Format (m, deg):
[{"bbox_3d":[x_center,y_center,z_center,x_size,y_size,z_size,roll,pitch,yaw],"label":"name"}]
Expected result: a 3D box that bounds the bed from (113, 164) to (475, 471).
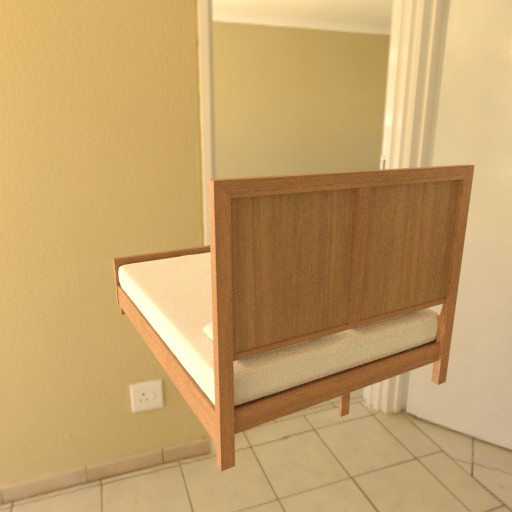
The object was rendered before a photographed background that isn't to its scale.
[{"bbox_3d":[0.000,0.000,3.232,1.606,1.387,2.184,-9,18,-28],"label":"bed"}]
